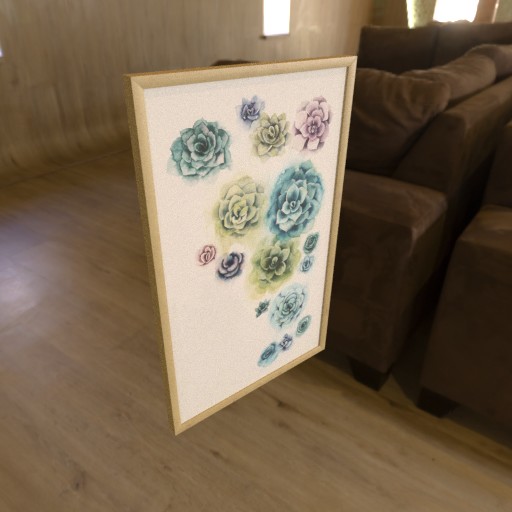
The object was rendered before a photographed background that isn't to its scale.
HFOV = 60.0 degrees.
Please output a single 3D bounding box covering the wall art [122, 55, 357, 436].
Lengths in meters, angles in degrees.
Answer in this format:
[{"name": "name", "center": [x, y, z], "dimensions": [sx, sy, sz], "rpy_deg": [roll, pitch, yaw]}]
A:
[{"name": "wall art", "center": [0.000, 0.000, 1.012], "dimensions": [0.510, 0.810, 0.039], "rpy_deg": [-21, 36, -32]}]
